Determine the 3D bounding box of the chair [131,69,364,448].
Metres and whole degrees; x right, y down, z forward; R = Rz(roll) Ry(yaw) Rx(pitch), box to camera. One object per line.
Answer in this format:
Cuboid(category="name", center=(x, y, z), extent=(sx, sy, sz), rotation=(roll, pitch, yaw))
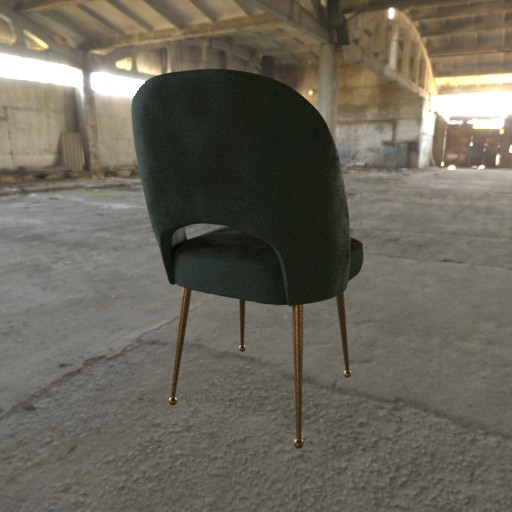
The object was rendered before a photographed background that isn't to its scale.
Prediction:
Cuboid(category="chair", center=(0.000, 0.000, 1.201), extent=(0.527, 0.860, 0.577), rotation=(7, 15, 28))
